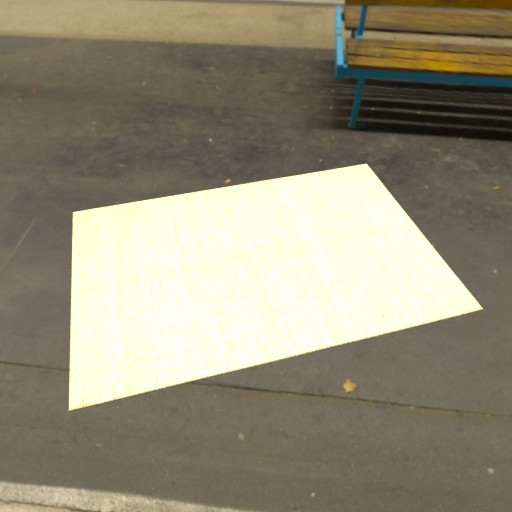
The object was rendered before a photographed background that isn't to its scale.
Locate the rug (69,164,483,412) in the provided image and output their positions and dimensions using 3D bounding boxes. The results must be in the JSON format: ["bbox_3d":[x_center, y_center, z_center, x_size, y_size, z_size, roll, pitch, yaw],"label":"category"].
[{"bbox_3d":[0.000,0.000,2.313,1.850,0.015,1.250,-11,46,-11],"label":"rug"}]
